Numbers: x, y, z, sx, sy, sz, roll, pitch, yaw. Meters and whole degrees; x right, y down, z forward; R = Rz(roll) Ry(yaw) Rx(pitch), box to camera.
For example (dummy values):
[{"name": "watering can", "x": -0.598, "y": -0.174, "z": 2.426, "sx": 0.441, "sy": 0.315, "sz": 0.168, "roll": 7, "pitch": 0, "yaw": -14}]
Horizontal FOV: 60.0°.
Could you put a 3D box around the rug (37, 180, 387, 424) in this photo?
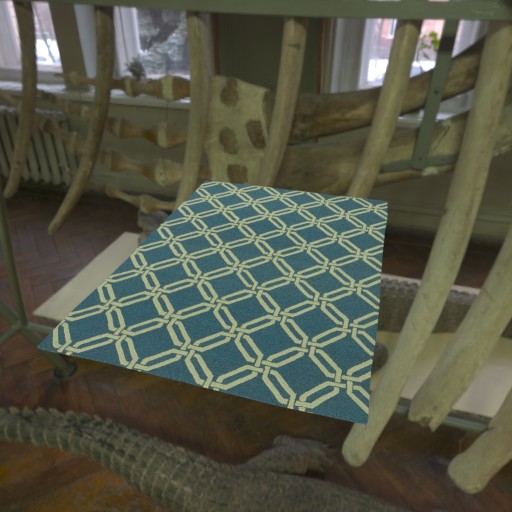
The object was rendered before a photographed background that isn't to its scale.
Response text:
[{"name": "rug", "x": 0.000, "y": 0.000, "z": 2.744, "sx": 1.524, "sy": 0.013, "sz": 2.135, "roll": 9, "pitch": 33, "yaw": 14}]
